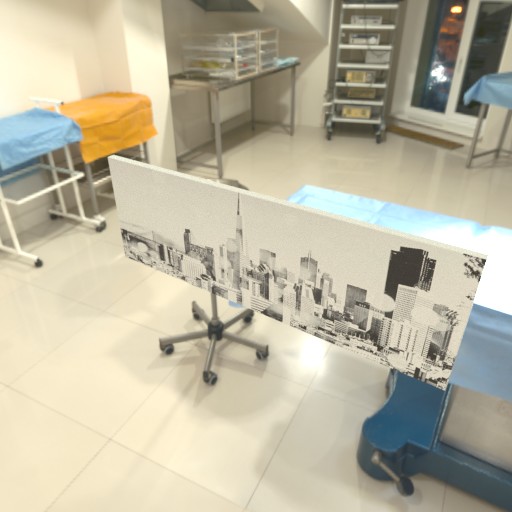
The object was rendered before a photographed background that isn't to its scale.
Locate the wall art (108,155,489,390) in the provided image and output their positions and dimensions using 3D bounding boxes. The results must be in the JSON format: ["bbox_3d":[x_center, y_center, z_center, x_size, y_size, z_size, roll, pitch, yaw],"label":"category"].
[{"bbox_3d":[0.000,0.000,1.700,1.520,0.507,0.039,19,36,28],"label":"wall art"}]
